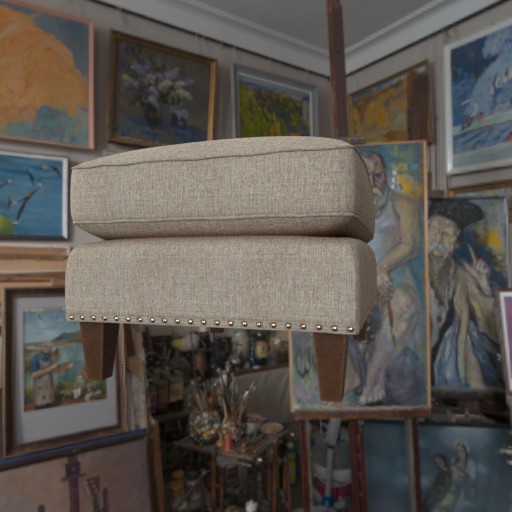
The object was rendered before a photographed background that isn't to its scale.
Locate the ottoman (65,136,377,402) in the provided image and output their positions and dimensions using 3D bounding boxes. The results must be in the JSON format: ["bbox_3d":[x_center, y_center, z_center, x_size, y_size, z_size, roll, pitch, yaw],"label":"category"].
[{"bbox_3d":[0.000,0.000,1.153,0.584,0.513,0.741,0,-1,17],"label":"ottoman"}]
